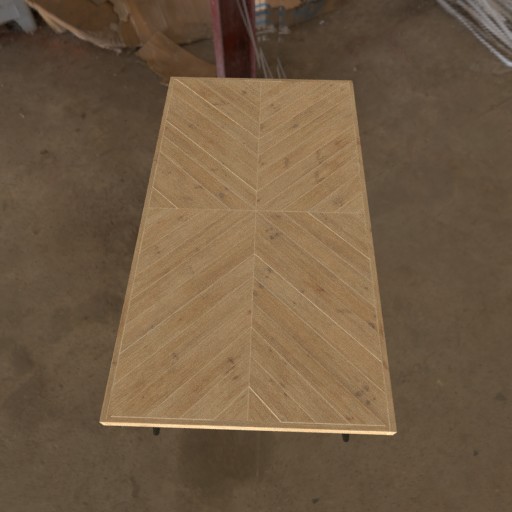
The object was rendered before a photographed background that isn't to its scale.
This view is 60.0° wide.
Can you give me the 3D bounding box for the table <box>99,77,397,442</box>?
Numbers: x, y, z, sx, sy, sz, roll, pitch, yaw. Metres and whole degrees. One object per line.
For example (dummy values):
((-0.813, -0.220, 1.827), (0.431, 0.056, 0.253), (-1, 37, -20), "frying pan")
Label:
((0.000, 0.000, 2.270), (0.991, 0.762, 1.803), (2, 58, 1), "table")
